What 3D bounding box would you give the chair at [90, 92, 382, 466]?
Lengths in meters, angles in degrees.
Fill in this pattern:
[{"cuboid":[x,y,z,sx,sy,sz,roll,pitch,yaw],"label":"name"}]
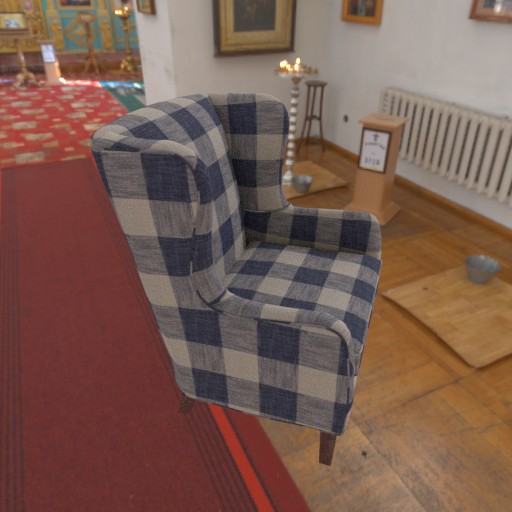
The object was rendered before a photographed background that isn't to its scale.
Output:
[{"cuboid":[0.000,0.000,1.651,0.889,1.041,0.830,10,31,17],"label":"chair"}]
